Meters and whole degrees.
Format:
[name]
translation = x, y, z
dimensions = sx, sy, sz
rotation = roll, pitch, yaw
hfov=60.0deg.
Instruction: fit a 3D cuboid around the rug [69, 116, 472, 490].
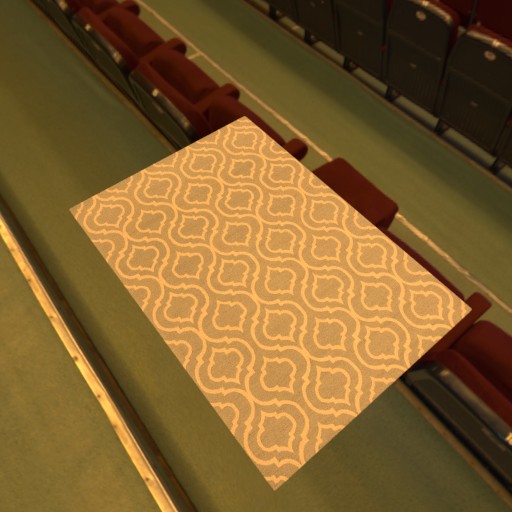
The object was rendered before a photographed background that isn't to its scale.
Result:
[rug]
translation = 0.000, 0.000, 2.685
dimensions = 1.451, 0.010, 2.080
rotation = -34, 63, -20
